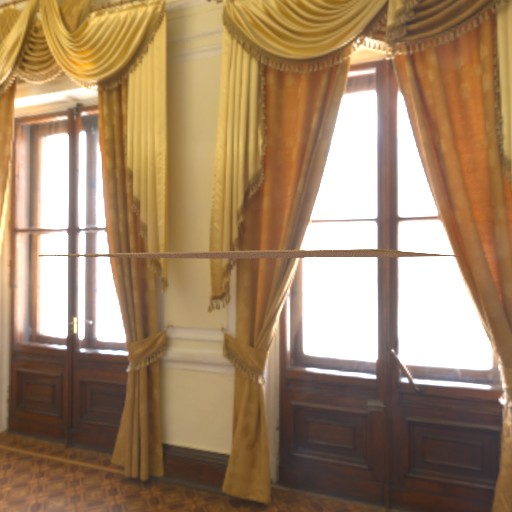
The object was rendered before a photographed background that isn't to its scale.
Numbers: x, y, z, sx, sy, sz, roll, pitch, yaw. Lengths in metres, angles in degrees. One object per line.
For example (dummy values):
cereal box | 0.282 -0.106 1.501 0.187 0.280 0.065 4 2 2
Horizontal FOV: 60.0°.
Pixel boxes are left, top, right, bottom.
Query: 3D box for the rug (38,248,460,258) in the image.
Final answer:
rug | 0.000 0.000 3.866 2.895 0.018 2.288 -1 -1 34
